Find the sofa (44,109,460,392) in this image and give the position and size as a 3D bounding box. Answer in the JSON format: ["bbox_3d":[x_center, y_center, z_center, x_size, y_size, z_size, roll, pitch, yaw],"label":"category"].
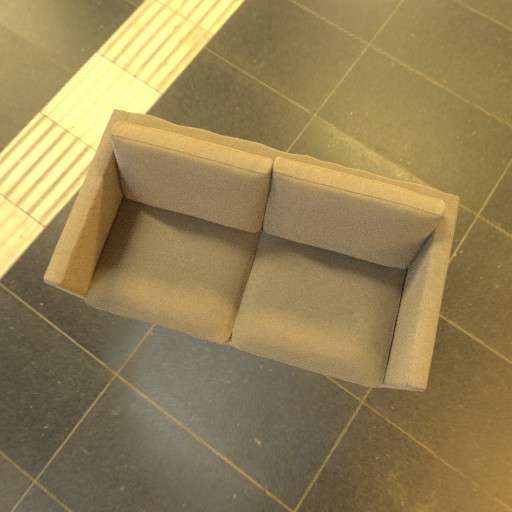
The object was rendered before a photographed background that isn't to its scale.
[{"bbox_3d":[0.000,0.000,2.295,1.766,0.828,0.956,15,76,4],"label":"sofa"}]
